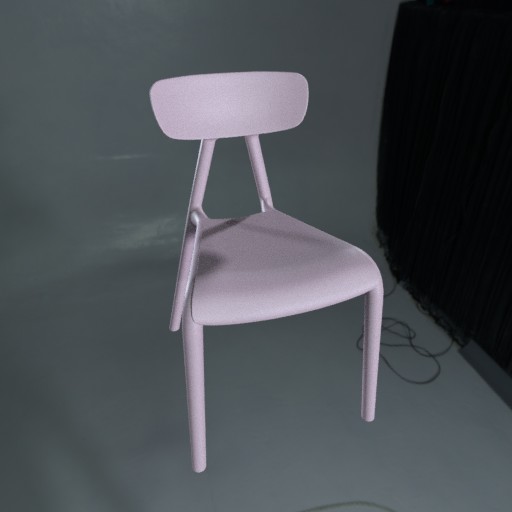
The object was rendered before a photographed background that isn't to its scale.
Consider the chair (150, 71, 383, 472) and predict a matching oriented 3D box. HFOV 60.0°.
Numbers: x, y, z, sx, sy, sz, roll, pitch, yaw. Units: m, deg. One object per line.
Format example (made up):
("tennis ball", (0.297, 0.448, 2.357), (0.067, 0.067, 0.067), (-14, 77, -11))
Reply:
("chair", (0.000, 0.000, 0.818), (0.356, 0.580, 0.401), (-10, 33, -15))
